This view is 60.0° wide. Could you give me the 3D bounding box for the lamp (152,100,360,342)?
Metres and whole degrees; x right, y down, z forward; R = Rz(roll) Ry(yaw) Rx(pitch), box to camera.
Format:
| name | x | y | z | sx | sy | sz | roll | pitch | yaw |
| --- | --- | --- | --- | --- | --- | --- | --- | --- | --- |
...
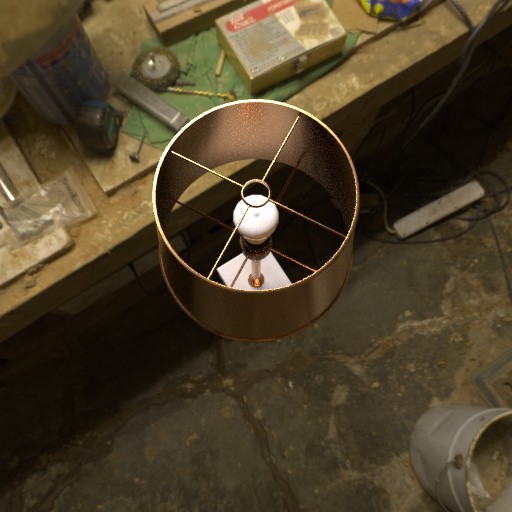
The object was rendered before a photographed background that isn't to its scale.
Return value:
| name | x | y | z | sx | sy | sz | roll | pitch | yaw |
| --- | --- | --- | --- | --- | --- | --- | --- | --- | --- |
| lamp | 0.000 | 0.000 | 0.529 | 0.208 | 0.406 | 0.208 | 0 | 76 | 0 |
